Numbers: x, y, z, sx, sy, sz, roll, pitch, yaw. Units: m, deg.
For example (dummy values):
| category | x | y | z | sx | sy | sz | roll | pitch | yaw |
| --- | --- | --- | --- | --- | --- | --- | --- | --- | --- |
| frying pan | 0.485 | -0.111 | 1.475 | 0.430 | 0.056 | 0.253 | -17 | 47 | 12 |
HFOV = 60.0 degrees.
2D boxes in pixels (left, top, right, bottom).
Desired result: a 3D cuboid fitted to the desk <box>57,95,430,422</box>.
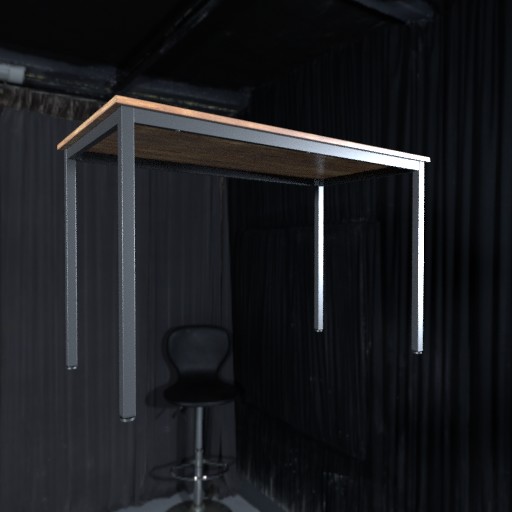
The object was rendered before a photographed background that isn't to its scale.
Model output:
| category | x | y | z | sx | sy | sz | roll | pitch | yaw |
| --- | --- | --- | --- | --- | --- | --- | --- | --- | --- |
| desk | 0.000 | 0.000 | 1.590 | 1.200 | 0.749 | 0.600 | -1 | 1 | -36 |
